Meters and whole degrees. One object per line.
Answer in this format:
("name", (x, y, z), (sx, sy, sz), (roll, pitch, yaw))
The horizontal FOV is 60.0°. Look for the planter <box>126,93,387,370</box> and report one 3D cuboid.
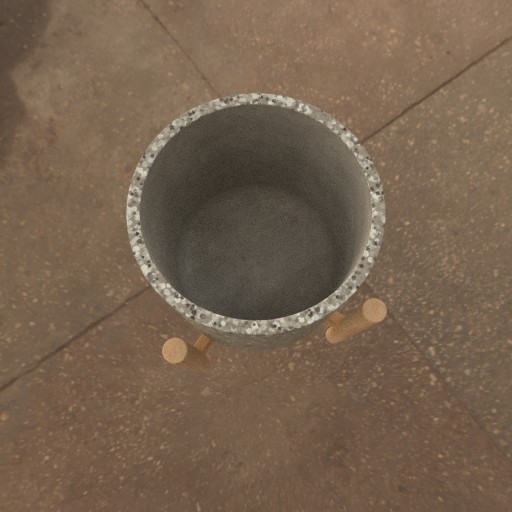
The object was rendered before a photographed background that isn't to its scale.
("planter", (0.000, 0.000, 0.534), (0.284, 0.320, 0.284), (-33, 77, -9))
